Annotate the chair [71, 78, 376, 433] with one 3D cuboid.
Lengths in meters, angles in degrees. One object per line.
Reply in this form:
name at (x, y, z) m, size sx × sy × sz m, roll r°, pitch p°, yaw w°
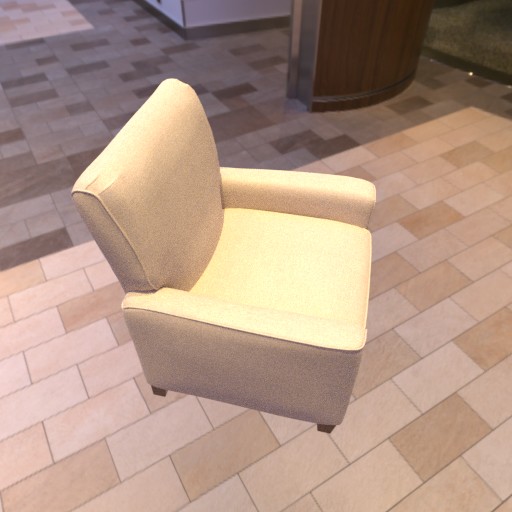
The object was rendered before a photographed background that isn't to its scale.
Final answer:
chair at (0.000, 0.000, 1.635) m, size 0.858 × 1.023 × 0.841 m, roll 9°, pitch 46°, yaw 9°
